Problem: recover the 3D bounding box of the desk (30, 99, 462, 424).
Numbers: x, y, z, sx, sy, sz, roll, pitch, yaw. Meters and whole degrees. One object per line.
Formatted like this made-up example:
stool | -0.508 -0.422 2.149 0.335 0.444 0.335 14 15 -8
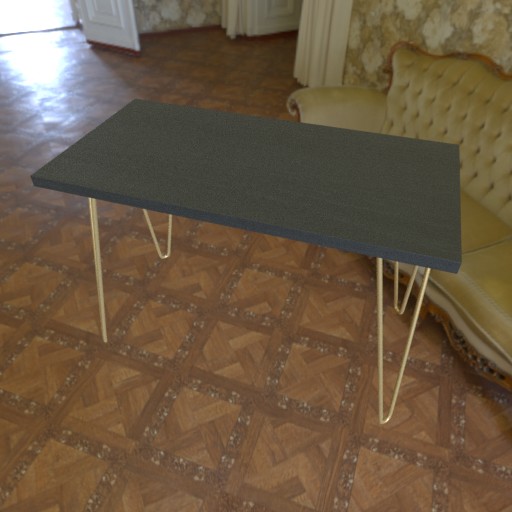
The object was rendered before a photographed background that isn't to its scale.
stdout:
desk | 0.000 0.000 1.355 0.991 0.660 0.499 12 43 14
